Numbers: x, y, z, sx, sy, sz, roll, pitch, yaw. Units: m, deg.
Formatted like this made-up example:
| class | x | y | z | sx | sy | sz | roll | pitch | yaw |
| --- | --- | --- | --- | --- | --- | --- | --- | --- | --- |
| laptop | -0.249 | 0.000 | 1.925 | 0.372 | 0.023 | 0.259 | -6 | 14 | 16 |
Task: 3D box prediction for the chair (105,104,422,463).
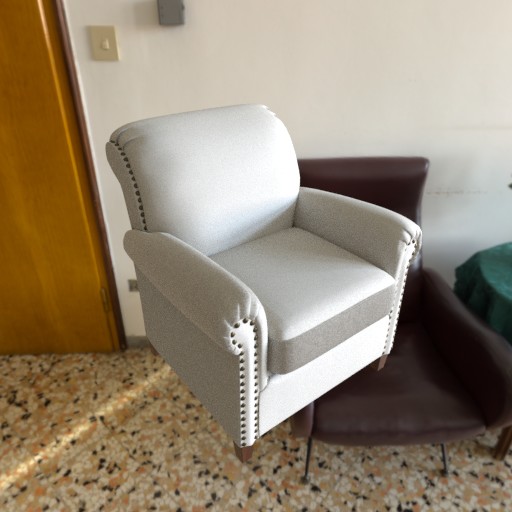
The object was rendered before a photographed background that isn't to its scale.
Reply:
| class | x | y | z | sx | sy | sz | roll | pitch | yaw |
| --- | --- | --- | --- | --- | --- | --- | --- | --- | --- |
| chair | 0.000 | 0.000 | 1.616 | 0.854 | 0.927 | 0.890 | -21 | 36 | -32 |
